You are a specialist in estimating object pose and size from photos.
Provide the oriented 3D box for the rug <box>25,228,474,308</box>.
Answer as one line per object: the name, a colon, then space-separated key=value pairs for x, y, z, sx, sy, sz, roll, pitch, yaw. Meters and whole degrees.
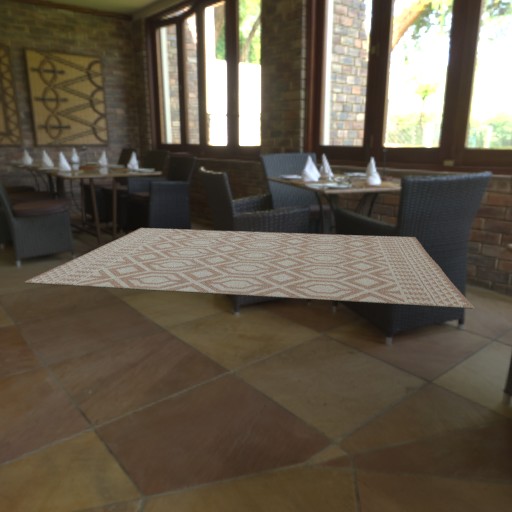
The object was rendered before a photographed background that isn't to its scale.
rug: x=0.000 y=0.000 z=2.357 sx=1.829 sy=0.008 sz=1.219 roll=2 pitch=15 yaw=9
